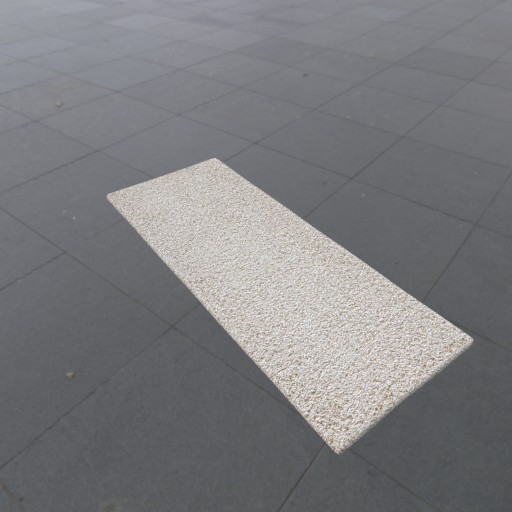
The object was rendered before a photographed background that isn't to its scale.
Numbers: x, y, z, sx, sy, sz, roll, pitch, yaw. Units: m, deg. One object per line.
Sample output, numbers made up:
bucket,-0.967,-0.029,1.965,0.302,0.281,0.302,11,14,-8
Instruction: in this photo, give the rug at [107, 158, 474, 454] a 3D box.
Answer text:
rug,0.000,0.000,1.742,0.609,0.030,1.524,-26,47,-27
